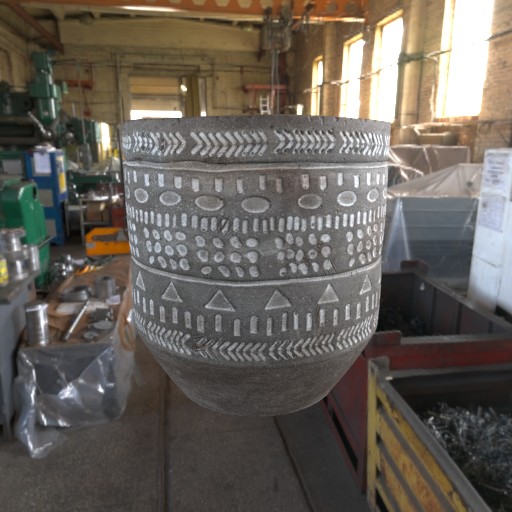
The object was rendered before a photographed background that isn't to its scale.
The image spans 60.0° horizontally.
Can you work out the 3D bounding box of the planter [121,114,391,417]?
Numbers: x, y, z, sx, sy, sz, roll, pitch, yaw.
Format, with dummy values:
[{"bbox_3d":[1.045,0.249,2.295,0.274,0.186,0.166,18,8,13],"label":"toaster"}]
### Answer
[{"bbox_3d":[0.000,0.000,0.221,0.122,0.128,0.122,0,14,0],"label":"planter"}]
